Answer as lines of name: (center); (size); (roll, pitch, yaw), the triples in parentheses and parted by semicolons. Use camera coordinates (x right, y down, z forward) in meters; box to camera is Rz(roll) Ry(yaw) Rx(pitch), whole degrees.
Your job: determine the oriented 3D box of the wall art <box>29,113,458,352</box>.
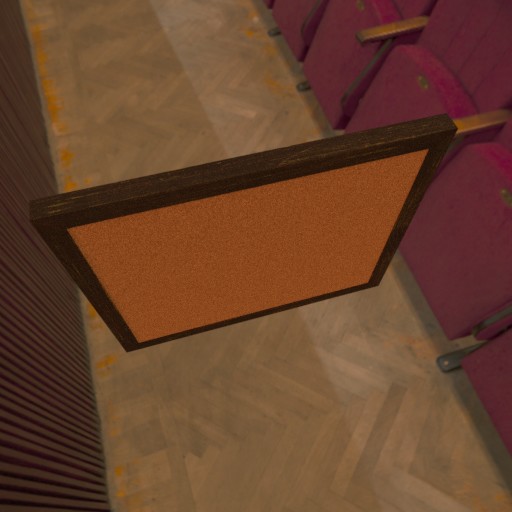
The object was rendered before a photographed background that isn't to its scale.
wall art: (0.000, 0.000, 0.760); (0.558, 0.457, 0.032); (-14, 59, -8)
